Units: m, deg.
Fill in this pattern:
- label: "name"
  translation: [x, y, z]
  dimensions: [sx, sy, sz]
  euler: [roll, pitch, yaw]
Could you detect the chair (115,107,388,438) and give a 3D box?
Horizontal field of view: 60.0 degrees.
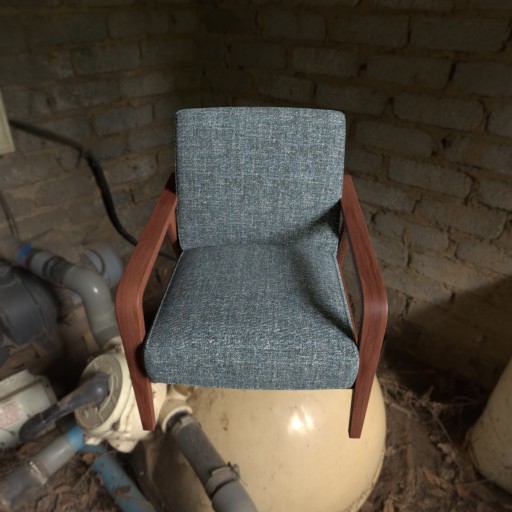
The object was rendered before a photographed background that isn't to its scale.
- label: "chair"
  translation: [0.000, 0.000, 1.521]
  dimensions: [0.719, 0.864, 0.889]
  euler: [1, 31, 2]
